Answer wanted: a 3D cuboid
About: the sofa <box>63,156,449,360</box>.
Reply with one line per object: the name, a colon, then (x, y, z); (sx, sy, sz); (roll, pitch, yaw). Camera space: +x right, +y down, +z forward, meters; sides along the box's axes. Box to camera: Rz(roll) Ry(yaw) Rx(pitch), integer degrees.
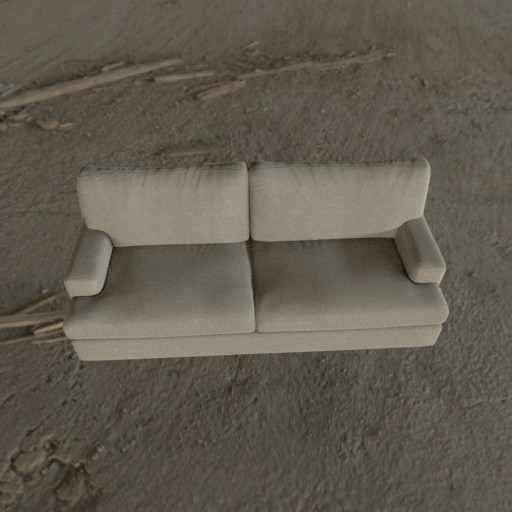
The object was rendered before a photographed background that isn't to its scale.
sofa: (0.000, 0.000, 2.886); (2.354, 0.980, 0.962); (-2, 46, -2)
